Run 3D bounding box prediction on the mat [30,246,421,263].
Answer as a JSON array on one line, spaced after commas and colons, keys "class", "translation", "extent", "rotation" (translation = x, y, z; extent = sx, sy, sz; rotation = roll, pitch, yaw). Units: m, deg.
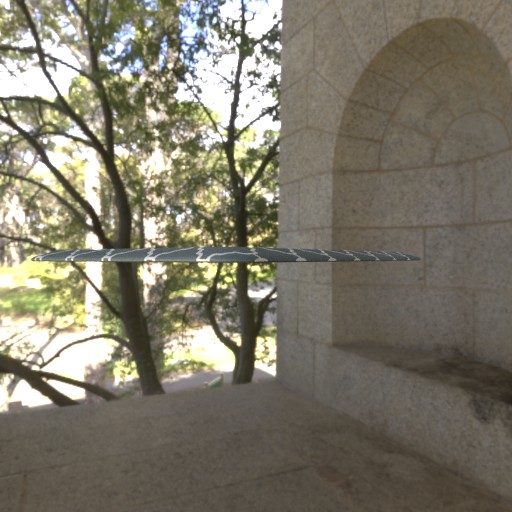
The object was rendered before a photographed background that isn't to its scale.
[{"class": "mat", "translation": [0.000, 0.000, 0.972], "extent": [0.508, 0.021, 0.762], "rotation": [0, 0, 36]}]
